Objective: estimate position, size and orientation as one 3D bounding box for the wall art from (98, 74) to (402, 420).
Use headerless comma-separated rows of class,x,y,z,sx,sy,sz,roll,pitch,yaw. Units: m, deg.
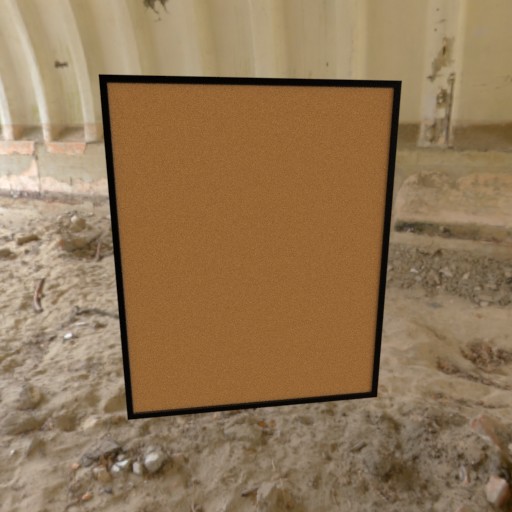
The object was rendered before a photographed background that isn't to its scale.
wall art,0.000,0.000,0.741,0.451,0.553,0.039,-2,15,-9
